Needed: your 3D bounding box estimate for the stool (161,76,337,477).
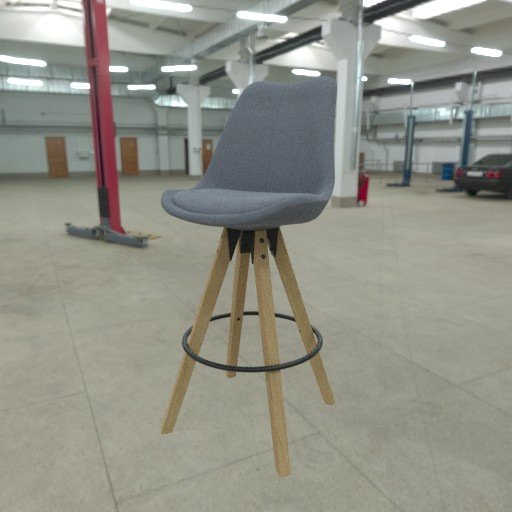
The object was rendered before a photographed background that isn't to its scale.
[{"bbox_3d":[0.000,0.000,1.404,0.485,1.115,0.550,7,15,27],"label":"stool"}]
